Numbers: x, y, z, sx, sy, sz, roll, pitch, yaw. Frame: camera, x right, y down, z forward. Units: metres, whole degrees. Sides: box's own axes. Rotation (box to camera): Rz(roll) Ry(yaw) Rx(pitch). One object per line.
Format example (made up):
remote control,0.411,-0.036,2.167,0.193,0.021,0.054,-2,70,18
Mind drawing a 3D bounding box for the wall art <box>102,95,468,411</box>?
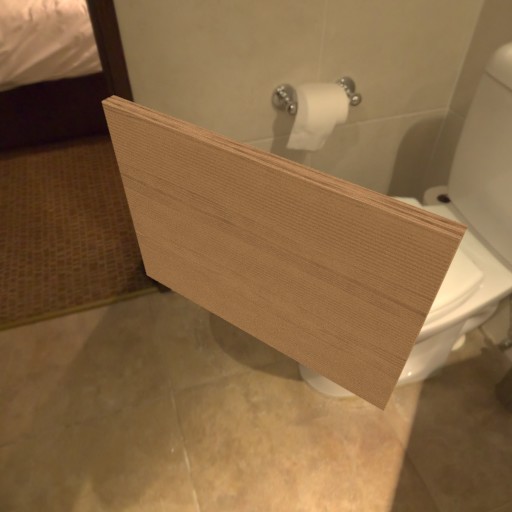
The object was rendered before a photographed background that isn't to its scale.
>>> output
wall art,0.000,0.000,1.114,0.841,0.609,0.063,26,51,23
